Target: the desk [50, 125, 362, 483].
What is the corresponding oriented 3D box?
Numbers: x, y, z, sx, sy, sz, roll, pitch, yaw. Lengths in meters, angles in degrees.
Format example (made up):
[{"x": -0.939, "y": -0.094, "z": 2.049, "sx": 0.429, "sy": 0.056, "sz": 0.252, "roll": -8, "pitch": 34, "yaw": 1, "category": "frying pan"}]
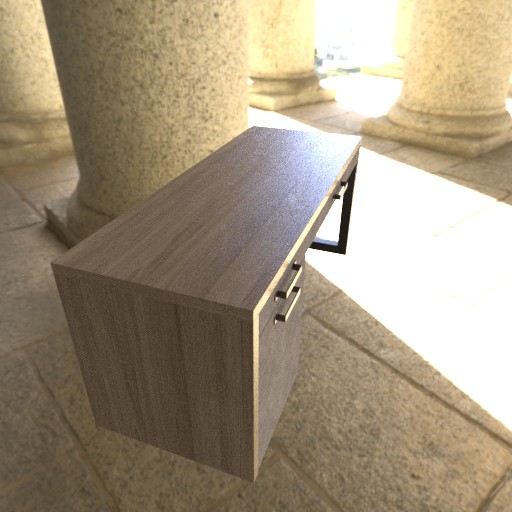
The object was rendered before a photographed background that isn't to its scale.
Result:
[{"x": 0.000, "y": 0.000, "z": 2.119, "sx": 0.690, "sy": 0.760, "sz": 1.700, "roll": 11, "pitch": 33, "yaw": 18, "category": "desk"}]
